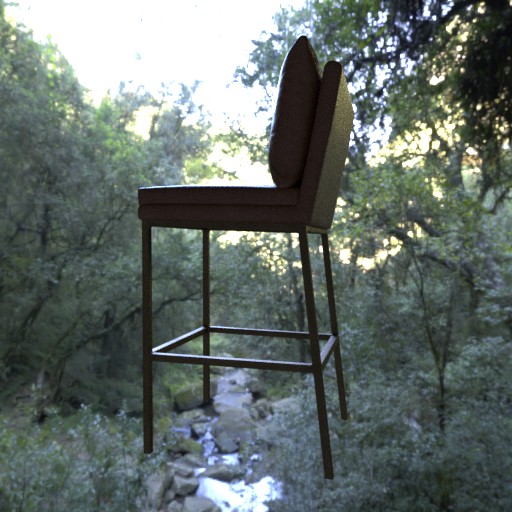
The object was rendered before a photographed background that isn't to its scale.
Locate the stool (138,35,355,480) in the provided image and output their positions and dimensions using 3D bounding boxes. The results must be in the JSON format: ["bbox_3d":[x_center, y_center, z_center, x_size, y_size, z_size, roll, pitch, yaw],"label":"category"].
[{"bbox_3d":[0.000,0.000,1.389,0.571,1.124,0.463,0,2,17],"label":"stool"}]
